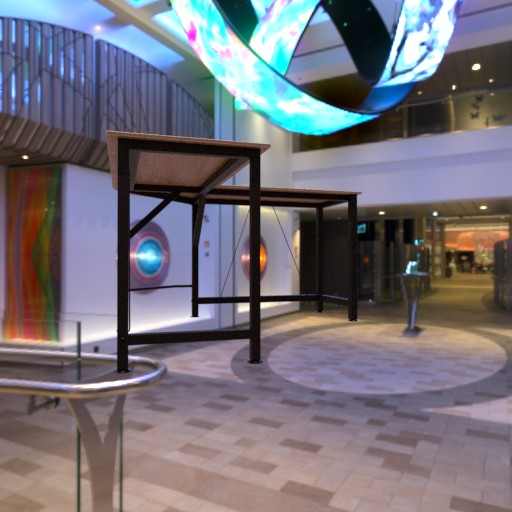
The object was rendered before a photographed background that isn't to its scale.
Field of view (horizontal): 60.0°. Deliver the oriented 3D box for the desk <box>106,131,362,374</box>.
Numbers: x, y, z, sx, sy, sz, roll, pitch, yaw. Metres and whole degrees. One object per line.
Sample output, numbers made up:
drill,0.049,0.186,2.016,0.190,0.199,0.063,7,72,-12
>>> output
desk,0.000,0.000,2.249,1.400,0.762,1.400,0,-1,-17
